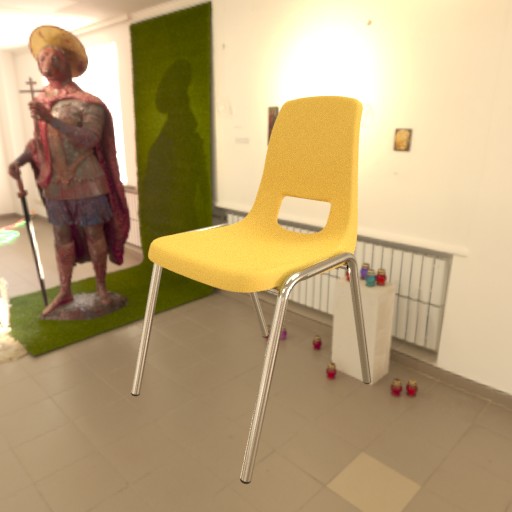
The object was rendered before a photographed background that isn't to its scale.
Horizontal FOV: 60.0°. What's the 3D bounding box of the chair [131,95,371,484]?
[{"bbox_3d":[0.000,0.000,0.937,0.381,0.653,0.436,16,23,42],"label":"chair"}]
